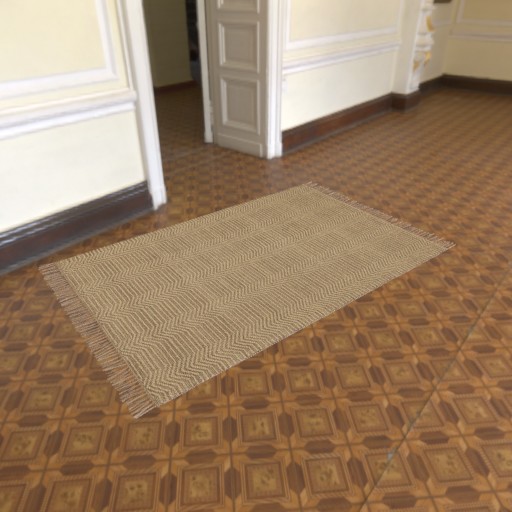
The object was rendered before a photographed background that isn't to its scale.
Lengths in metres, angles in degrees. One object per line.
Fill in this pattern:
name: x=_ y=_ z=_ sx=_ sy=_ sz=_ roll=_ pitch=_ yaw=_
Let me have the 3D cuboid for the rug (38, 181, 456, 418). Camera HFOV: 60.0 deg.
rug: x=0.000 y=0.000 z=3.085 sx=2.523 sy=0.034 sz=1.528 roll=-22 pitch=38 yaw=-31
